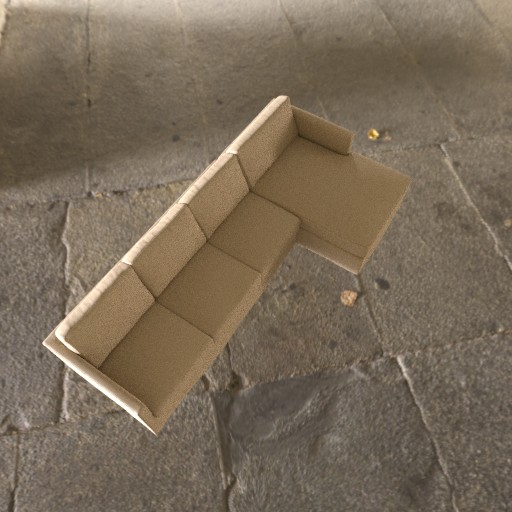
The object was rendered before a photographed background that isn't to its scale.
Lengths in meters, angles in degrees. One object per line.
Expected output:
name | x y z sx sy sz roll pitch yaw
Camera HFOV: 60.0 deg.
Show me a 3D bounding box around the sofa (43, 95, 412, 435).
sofa | 0.000 0.000 3.868 1.622 0.871 3.206 29 63 17
